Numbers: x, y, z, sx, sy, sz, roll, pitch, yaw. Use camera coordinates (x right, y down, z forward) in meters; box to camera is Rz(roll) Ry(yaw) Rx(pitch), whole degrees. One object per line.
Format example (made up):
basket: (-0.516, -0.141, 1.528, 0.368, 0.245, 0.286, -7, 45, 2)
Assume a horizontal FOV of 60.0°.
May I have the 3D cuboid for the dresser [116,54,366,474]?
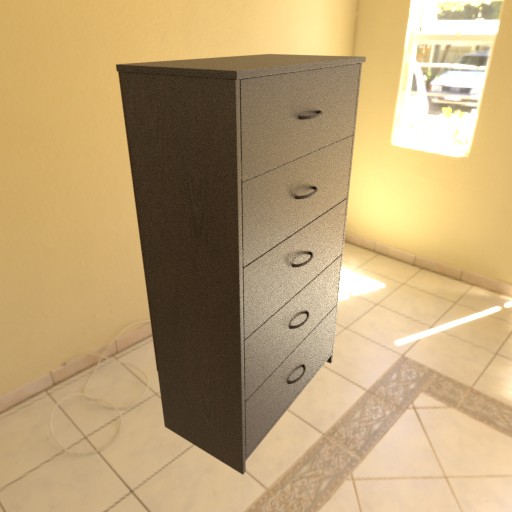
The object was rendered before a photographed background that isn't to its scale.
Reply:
dresser: (0.000, 0.000, 1.548, 0.418, 1.254, 0.704, 17, 31, 30)
